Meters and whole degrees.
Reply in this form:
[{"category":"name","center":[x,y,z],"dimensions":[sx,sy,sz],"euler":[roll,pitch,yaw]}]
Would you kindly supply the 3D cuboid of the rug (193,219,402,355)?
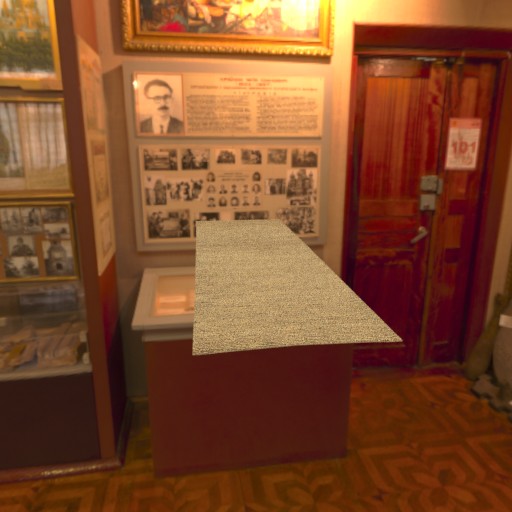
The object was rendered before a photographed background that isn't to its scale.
[{"category":"rug","center":[0.000,0.000,2.544],"dimensions":[0.697,0.013,2.335],"euler":[-2,15,-7]}]
